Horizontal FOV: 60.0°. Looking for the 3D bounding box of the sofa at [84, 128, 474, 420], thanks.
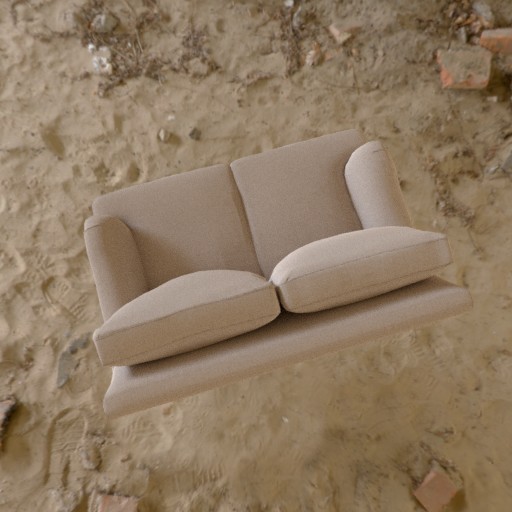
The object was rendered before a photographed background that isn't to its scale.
[{"bbox_3d":[0.000,0.000,2.192,1.508,1.048,1.087,-16,76,-4],"label":"sofa"}]
